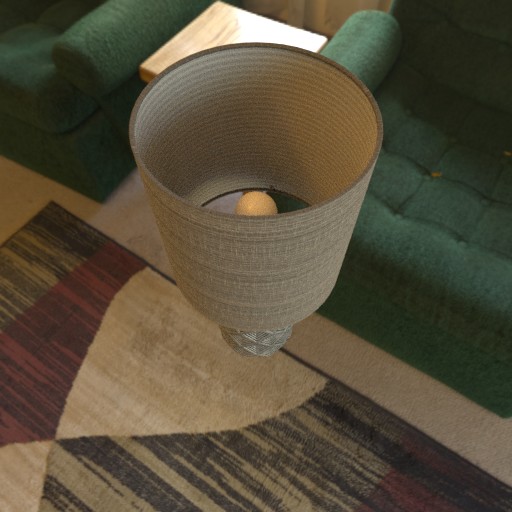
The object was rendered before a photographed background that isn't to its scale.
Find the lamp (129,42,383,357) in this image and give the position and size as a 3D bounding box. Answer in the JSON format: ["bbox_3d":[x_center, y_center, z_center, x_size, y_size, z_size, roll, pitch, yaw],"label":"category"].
[{"bbox_3d":[0.000,0.000,0.714,0.268,0.566,0.269,13,59,8],"label":"lamp"}]
